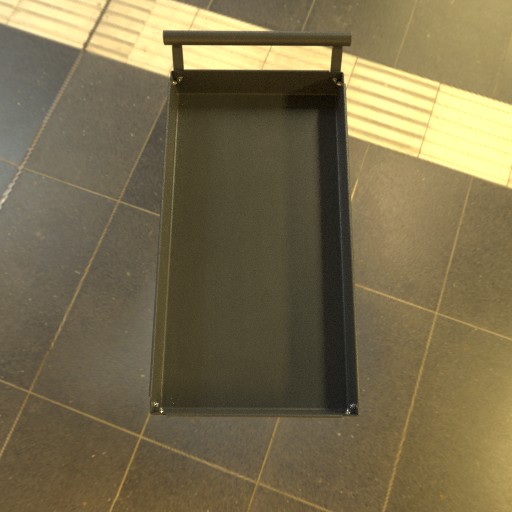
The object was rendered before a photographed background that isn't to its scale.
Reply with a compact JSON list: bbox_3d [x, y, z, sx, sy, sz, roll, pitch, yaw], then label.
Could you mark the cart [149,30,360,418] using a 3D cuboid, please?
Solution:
[{"bbox_3d":[0.000,0.000,1.150,0.366,0.780,0.719,0,76,0],"label":"cart"}]
